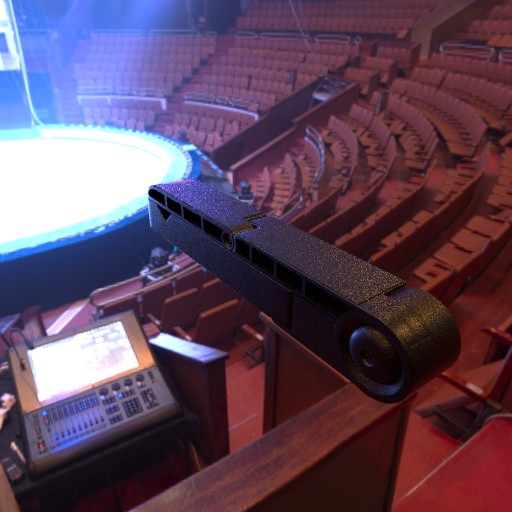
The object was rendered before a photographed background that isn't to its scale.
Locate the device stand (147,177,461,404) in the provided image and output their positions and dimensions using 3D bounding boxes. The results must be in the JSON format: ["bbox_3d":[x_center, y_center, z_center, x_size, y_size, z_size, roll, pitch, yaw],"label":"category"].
[{"bbox_3d":[0.000,0.000,0.194,0.026,0.030,0.179,-18,32,-32],"label":"device stand"}]
